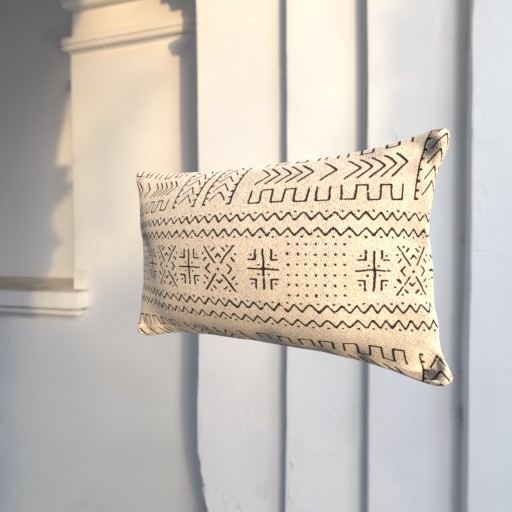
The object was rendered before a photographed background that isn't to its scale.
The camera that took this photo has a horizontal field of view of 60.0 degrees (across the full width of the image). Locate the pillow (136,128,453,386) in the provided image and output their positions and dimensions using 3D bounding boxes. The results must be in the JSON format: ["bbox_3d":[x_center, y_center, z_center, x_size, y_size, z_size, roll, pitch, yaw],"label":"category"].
[{"bbox_3d":[0.000,0.000,0.772,0.637,0.352,0.188,1,2,35],"label":"pillow"}]
